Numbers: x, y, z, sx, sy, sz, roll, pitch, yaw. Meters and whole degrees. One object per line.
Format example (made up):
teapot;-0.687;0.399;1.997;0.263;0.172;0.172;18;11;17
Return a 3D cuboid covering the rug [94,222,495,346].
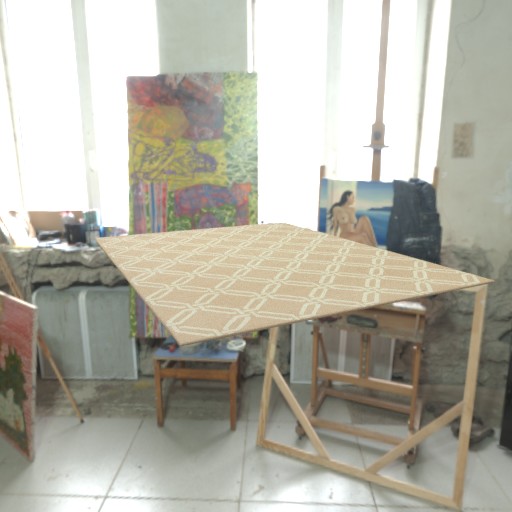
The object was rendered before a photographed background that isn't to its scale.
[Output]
rug;0.000;0.000;3.847;2.288;0.018;2.895;-7;15;-26
